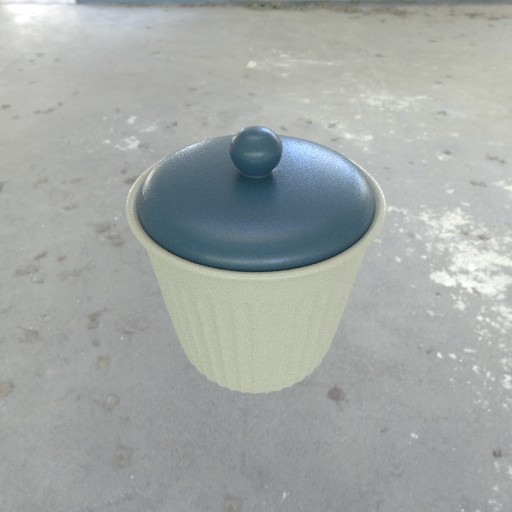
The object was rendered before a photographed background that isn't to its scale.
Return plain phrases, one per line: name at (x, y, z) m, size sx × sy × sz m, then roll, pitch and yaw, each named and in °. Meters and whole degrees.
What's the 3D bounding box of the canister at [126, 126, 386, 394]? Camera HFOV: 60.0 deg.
canister at (0.000, 0.000, 0.352) m, size 0.181 × 0.211 × 0.181 m, roll 0°, pitch 40°, yaw 0°
